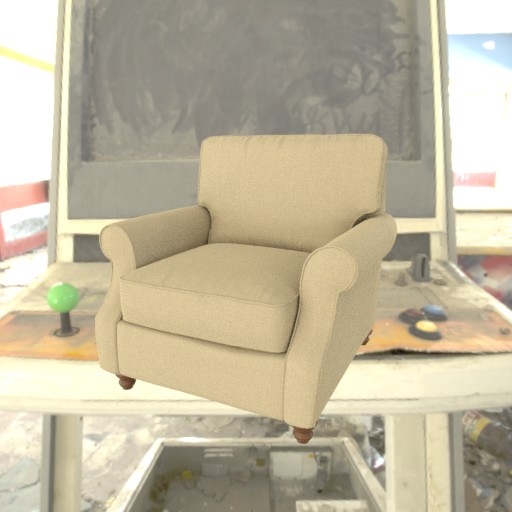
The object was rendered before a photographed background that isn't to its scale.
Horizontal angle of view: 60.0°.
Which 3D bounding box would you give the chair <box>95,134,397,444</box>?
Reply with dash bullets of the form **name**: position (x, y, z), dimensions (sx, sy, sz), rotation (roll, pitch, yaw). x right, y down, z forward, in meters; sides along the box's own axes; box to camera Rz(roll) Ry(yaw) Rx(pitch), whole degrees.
- **chair**: position (0.000, 0.000, 1.805), dimensions (1.029, 0.967, 0.966), rotation (7, 15, 26)
